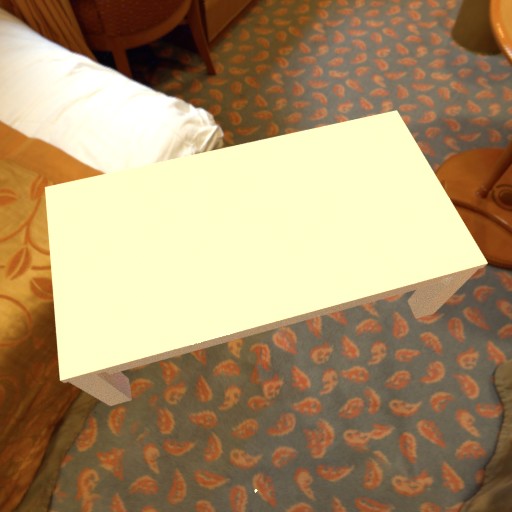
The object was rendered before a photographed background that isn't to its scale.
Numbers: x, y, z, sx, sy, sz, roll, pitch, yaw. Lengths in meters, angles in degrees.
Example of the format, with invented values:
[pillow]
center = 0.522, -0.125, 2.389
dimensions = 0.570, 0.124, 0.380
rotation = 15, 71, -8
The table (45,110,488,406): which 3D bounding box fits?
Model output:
[table]
center = 0.000, 0.000, 1.702
dimensions = 1.350, 0.470, 0.700
rotation = -14, 63, -7
